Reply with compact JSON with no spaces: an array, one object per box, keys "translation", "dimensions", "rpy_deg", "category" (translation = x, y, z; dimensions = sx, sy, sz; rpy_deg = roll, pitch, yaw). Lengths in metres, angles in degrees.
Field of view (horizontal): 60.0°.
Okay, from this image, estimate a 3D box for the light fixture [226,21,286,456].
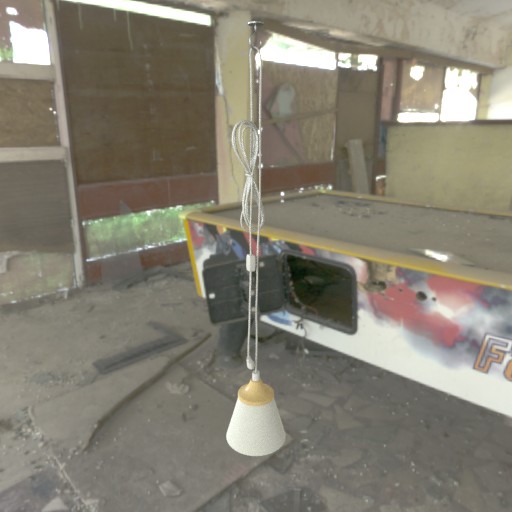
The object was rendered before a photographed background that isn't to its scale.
[{"translation":[0.000,0.000,1.016],"dimensions":[0.153,0.966,0.153],"rpy_deg":[-3,16,-9],"category":"light fixture"}]
